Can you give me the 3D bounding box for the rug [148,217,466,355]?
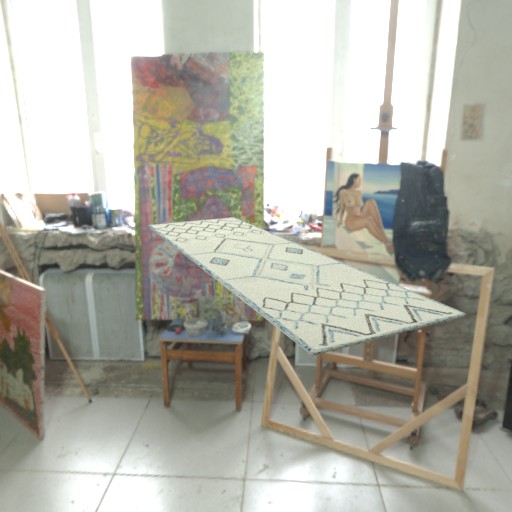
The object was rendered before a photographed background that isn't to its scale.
[{"bbox_3d":[0.000,0.000,2.748,0.770,0.013,2.434,-8,17,-25],"label":"rug"}]
